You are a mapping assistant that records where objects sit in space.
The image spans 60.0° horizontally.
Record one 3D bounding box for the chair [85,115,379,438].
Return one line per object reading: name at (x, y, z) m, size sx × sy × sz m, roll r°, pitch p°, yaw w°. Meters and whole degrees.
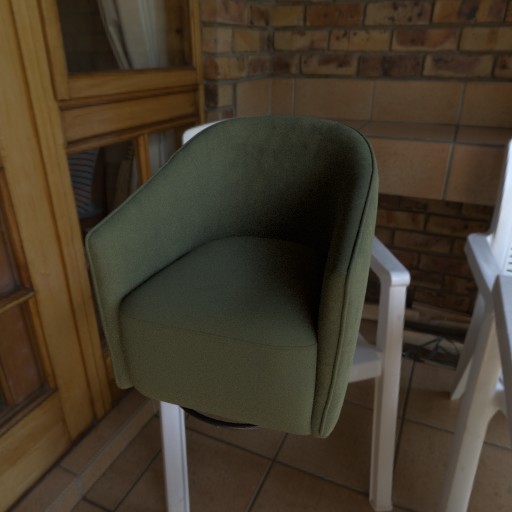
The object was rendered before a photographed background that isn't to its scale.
chair at (0.000, 0.000, 1.481) m, size 0.747 × 0.799 × 0.875 m, roll 8°, pitch 26°, yaw 16°
